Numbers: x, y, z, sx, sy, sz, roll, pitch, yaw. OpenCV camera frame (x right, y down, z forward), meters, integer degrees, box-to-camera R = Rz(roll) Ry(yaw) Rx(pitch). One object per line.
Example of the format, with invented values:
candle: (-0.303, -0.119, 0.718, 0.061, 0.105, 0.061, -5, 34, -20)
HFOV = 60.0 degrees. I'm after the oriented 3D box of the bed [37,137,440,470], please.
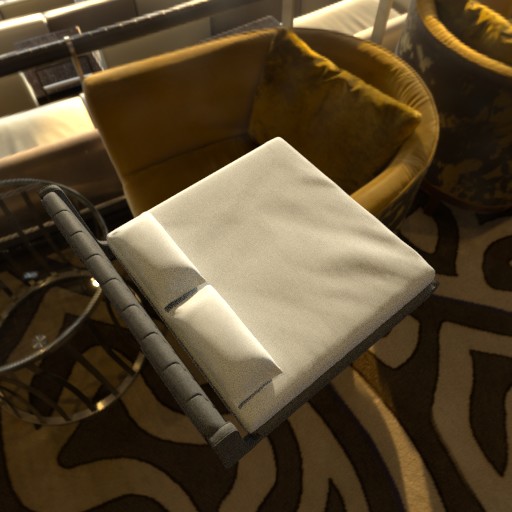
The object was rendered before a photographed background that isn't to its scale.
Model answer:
bed: (0.000, 0.000, 2.572, 1.638, 0.933, 1.531, -34, 64, -19)
